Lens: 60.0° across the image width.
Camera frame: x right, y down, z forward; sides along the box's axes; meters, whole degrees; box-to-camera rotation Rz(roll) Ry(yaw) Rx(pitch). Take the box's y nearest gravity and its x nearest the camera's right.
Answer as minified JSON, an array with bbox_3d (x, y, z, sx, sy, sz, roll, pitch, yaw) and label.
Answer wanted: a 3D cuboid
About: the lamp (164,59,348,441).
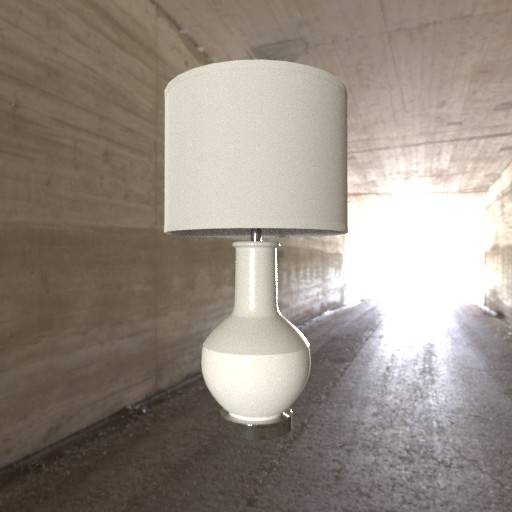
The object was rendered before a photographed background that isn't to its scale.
[{"bbox_3d":[0.000,0.000,0.878,0.357,0.673,0.357,0,0,-16],"label":"lamp"}]
